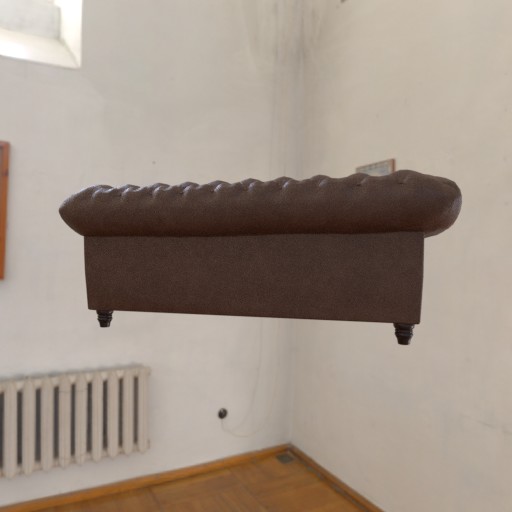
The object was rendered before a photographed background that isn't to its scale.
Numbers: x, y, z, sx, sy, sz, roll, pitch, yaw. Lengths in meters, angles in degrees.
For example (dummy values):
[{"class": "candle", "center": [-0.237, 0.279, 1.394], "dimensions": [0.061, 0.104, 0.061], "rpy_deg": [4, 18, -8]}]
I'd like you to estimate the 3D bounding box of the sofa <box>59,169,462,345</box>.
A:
[{"class": "sofa", "center": [0.000, 0.000, 2.511], "dimensions": [2.048, 0.784, 0.955], "rpy_deg": [0, 0, 17]}]
